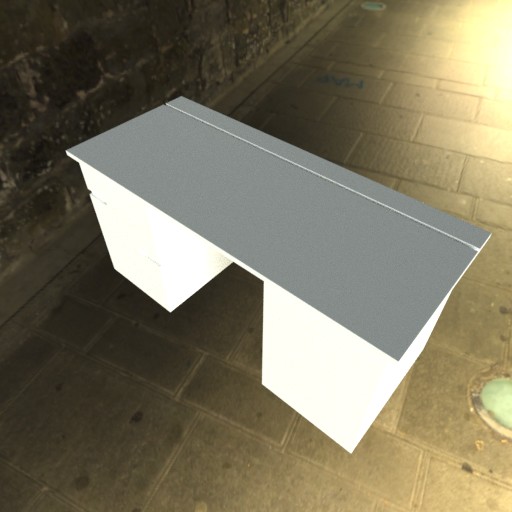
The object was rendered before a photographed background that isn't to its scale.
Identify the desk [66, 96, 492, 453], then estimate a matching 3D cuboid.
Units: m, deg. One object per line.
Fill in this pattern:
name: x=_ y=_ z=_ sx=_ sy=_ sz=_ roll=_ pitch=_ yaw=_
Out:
desk: x=0.000 y=0.000 z=1.989 sx=1.580 sy=0.760 sz=0.670 roll=32 pitch=53 yaw=27
